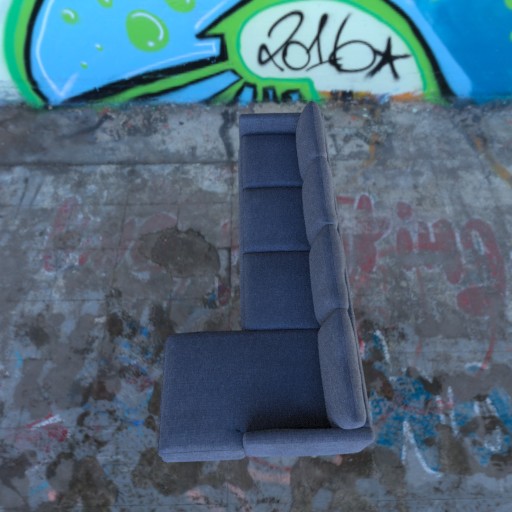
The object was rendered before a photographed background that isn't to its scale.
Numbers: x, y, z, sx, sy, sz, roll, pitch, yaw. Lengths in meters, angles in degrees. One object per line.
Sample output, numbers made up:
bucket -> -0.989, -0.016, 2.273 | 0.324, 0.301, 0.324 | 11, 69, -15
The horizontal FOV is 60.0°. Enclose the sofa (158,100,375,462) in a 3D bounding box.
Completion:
sofa -> 0.000, 0.000, 3.544 | 1.350, 0.810, 2.932 | -1, 58, -1
